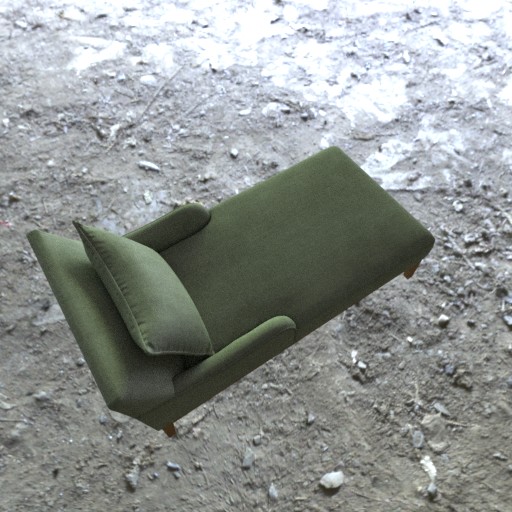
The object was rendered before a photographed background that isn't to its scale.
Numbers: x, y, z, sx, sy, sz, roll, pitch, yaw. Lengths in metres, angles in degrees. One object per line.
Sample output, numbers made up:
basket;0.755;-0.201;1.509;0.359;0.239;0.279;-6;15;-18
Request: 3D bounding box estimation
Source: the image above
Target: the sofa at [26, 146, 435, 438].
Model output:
sofa;0.000;0.000;2.277;1.779;0.859;0.894;-29;62;-17
